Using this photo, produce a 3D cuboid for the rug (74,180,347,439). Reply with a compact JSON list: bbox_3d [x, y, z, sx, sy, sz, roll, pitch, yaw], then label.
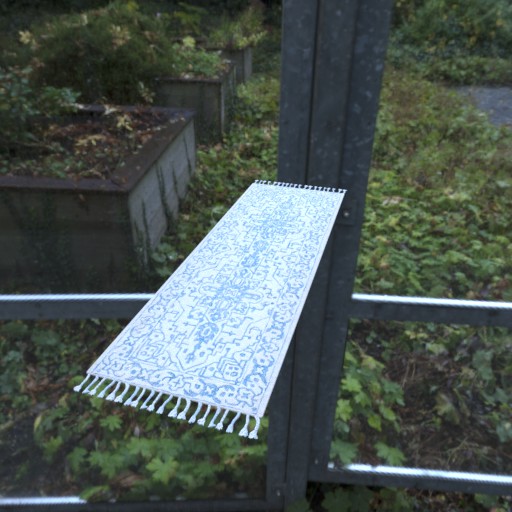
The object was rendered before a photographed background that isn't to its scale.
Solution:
[{"bbox_3d":[0.000,0.000,2.660,0.774,0.011,2.449,9,31,15],"label":"rug"}]
